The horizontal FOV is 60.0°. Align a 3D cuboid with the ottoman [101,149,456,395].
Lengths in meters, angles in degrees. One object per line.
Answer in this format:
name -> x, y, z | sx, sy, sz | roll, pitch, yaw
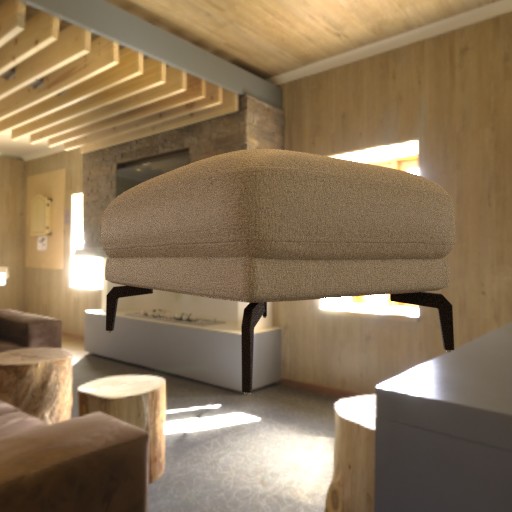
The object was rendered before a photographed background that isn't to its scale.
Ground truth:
ottoman -> 0.000, 0.000, 1.092 | 0.568, 0.420, 0.772 | 0, 0, -35
